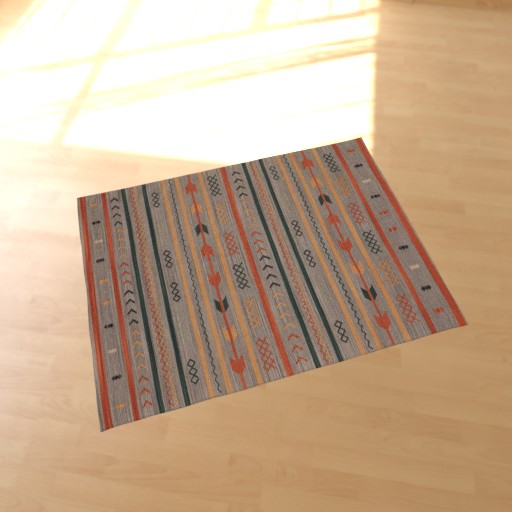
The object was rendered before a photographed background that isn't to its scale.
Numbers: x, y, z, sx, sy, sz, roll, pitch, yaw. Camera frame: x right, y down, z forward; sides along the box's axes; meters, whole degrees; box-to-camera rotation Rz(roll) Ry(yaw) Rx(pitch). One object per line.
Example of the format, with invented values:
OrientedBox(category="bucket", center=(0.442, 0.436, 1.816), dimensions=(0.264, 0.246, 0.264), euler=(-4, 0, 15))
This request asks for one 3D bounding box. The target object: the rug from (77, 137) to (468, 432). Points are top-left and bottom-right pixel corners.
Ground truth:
OrientedBox(category="rug", center=(0.000, 0.000, 4.014), dimensions=(3.029, 0.022, 2.263), euler=(-14, 60, -8))
